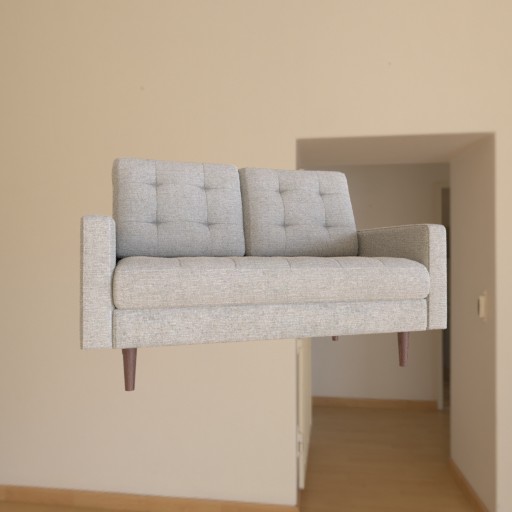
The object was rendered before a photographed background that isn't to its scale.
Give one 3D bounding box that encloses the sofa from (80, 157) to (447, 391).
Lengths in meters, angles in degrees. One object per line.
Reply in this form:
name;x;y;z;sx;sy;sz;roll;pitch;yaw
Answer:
sofa;0.000;0.000;1.961;1.407;0.907;0.842;0;0;-18
